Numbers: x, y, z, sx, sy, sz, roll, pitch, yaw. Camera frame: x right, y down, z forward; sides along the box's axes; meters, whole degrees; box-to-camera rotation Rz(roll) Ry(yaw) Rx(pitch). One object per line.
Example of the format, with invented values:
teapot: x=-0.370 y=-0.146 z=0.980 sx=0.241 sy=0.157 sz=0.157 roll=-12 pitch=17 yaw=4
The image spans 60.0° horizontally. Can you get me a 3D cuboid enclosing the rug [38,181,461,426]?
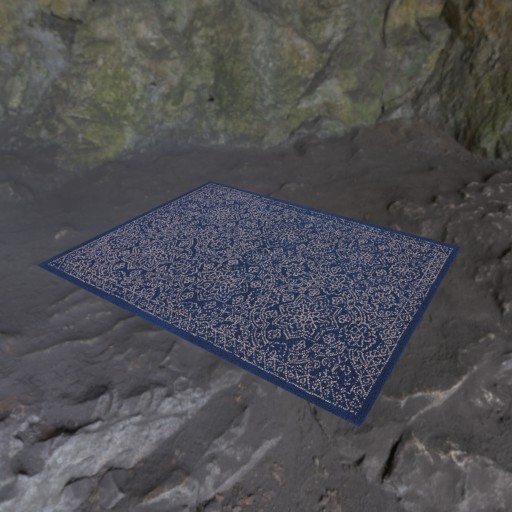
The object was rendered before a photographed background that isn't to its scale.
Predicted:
rug: x=0.000 y=0.000 z=4.067 sx=3.048 sy=0.010 sz=2.438 roll=19 pitch=36 yaw=29
